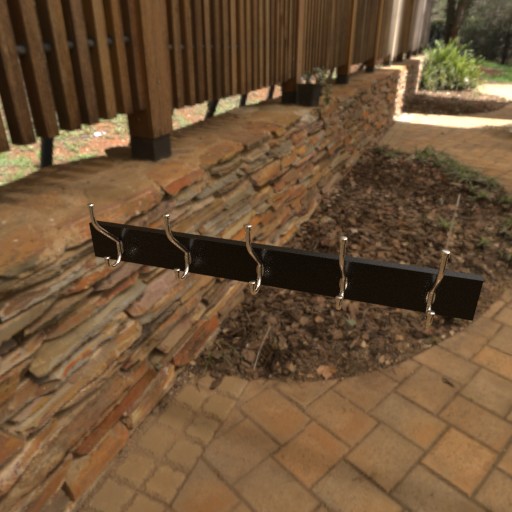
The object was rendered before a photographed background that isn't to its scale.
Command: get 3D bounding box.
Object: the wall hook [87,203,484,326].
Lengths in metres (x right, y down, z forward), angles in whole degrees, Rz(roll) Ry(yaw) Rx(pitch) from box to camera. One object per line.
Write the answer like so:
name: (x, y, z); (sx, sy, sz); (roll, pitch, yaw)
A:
wall hook: (0.000, 0.000, 0.604); (0.571, 0.117, 0.071); (9, 28, 16)
